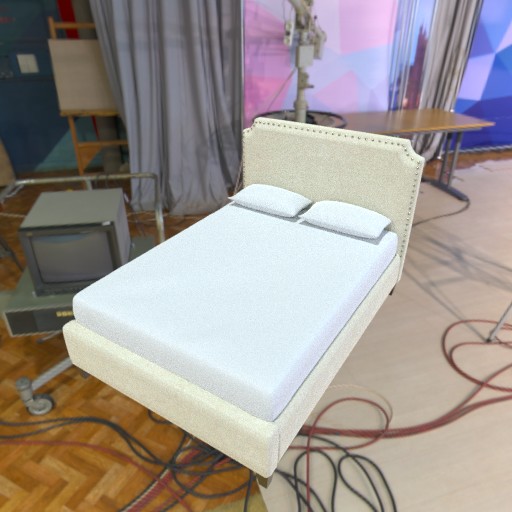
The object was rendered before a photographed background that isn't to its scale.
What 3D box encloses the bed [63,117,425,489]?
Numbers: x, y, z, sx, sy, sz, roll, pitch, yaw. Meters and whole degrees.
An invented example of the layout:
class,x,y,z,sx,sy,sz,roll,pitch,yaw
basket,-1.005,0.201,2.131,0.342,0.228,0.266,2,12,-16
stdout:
class,x,y,z,sx,sy,sz,roll,pitch,yaw
bed,0.000,0.000,3.399,1.713,1.457,2.381,18,35,28
